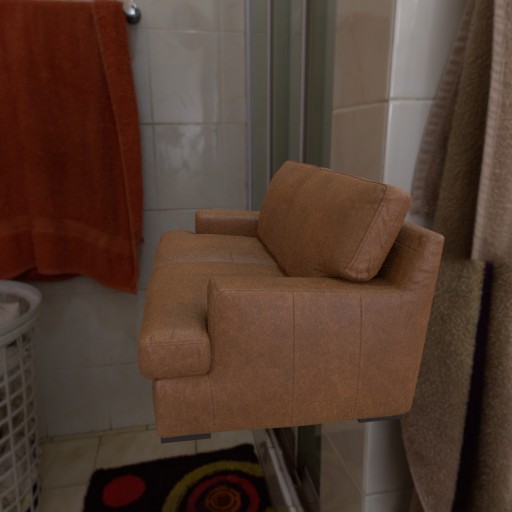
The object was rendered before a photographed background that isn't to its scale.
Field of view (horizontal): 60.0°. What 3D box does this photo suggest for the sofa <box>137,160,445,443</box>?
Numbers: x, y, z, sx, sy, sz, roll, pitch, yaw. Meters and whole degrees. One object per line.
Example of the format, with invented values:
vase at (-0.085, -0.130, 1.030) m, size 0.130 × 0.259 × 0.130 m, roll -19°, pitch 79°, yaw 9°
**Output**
sofa at (0.000, 0.000, 2.469) m, size 1.144 × 0.966 × 1.880 m, roll -2°, pitch 15°, yaw -9°
